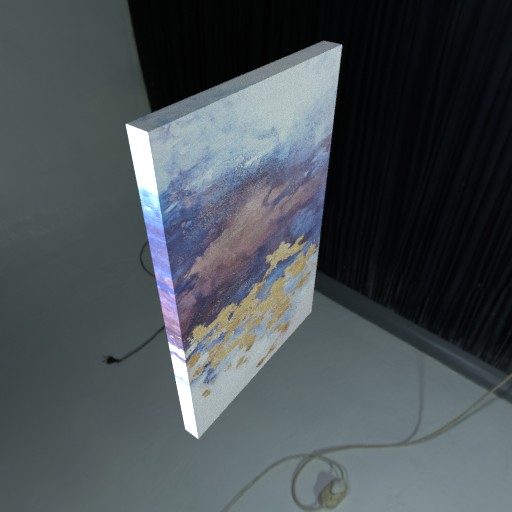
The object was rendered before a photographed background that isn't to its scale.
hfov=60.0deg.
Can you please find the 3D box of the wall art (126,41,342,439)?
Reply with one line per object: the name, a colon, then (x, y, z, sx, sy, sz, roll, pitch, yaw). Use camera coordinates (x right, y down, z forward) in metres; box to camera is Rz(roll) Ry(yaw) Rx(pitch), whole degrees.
wall art: (0.000, 0.000, 1.108, 0.048, 0.874, 0.583, 26, 46, 27)
